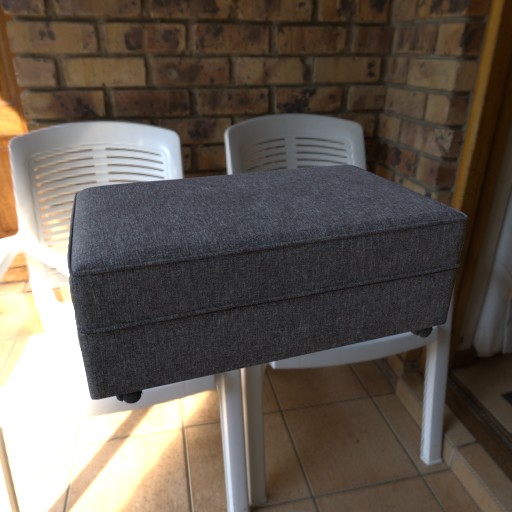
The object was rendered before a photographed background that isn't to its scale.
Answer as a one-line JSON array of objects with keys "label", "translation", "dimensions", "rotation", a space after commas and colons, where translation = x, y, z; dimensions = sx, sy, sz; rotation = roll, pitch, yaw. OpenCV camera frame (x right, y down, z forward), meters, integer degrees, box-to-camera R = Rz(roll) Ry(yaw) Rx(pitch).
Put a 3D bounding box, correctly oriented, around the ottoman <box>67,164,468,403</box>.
[{"label": "ottoman", "translation": [0.000, 0.000, 1.566], "dimensions": [1.184, 0.487, 0.717], "rotation": [-8, 26, -17]}]
